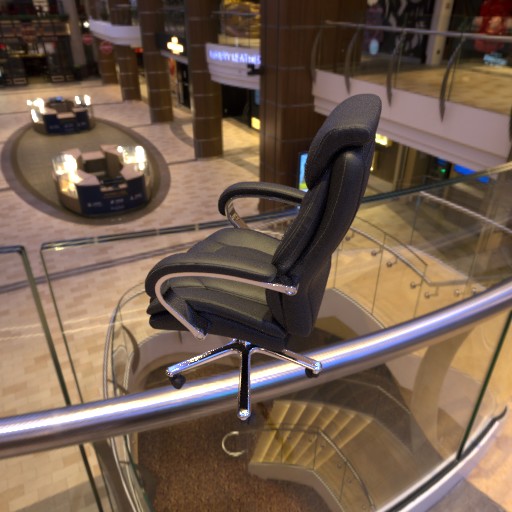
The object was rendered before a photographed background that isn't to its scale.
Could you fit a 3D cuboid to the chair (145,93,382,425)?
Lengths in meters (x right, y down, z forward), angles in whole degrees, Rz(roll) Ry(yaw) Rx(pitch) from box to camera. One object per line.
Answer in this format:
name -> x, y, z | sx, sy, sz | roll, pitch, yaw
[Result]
chair -> 0.000, 0.000, 1.731 | 0.790, 1.183, 0.755 | 8, 32, 14
